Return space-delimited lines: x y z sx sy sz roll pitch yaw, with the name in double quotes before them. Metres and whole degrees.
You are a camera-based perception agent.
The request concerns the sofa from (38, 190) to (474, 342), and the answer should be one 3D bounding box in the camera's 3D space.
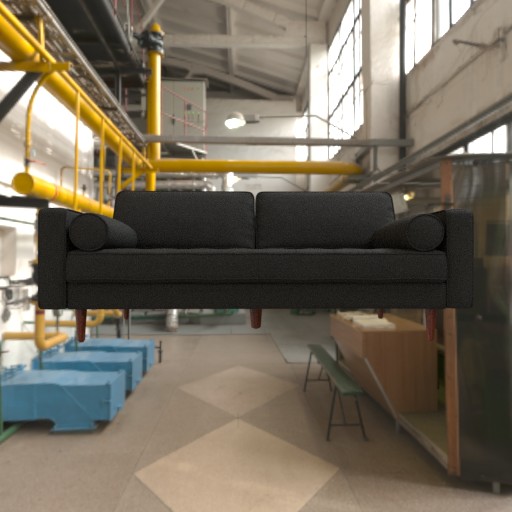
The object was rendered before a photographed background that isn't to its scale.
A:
"sofa" 0.000 0.000 2.320 1.875 0.759 0.914 0 0 -1
